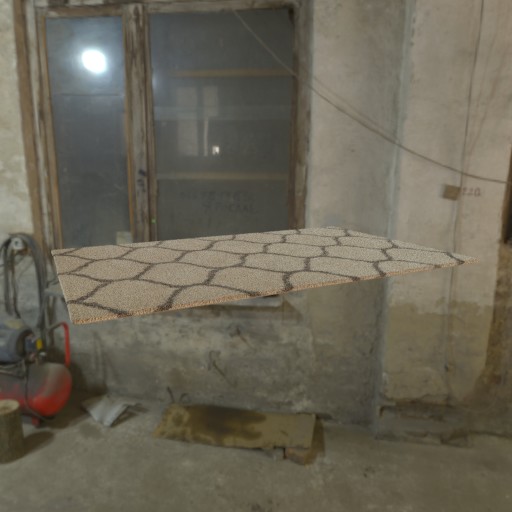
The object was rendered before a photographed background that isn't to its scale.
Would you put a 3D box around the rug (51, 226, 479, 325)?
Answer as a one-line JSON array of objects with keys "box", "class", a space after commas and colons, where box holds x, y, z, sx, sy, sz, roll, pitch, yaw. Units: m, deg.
[{"box": [0.000, 0.000, 2.866, 2.348, 0.024, 1.501, -6, 14, -26], "class": "rug"}]
